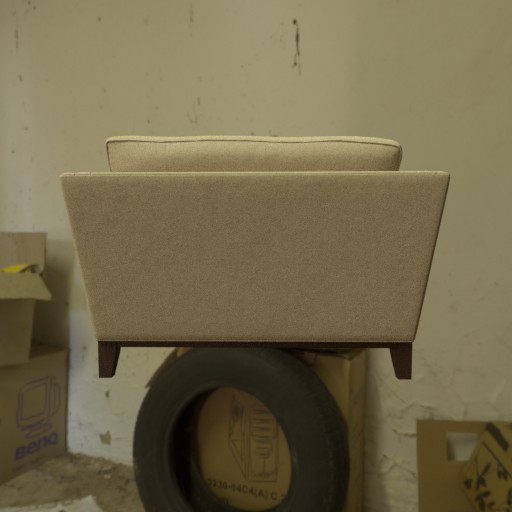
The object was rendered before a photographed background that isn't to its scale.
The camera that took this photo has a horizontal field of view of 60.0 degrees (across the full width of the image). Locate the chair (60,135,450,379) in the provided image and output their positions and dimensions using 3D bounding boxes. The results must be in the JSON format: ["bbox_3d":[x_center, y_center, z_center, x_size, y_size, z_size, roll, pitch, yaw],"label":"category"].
[{"bbox_3d":[0.000,0.000,2.050,1.397,0.940,0.965,0,0,1],"label":"chair"}]
